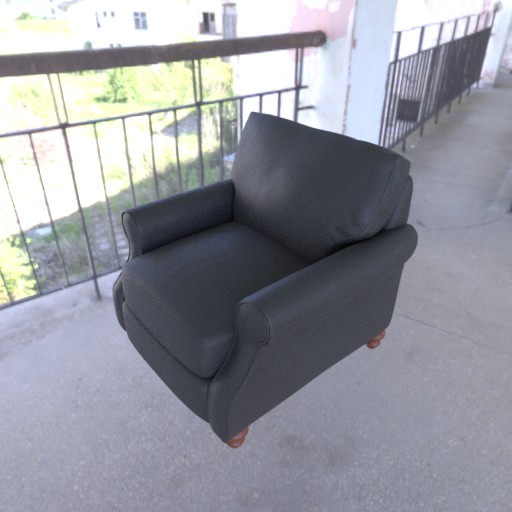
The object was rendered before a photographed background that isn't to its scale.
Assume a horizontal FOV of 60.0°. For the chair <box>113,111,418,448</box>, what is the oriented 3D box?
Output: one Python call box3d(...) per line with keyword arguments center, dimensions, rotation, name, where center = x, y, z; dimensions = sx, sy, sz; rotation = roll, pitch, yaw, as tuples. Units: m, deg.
box3d(center=(0.000, 0.000, 1.824), dimensions=(1.027, 0.960, 1.015), rotation=(-20, 36, -29), name="chair")
